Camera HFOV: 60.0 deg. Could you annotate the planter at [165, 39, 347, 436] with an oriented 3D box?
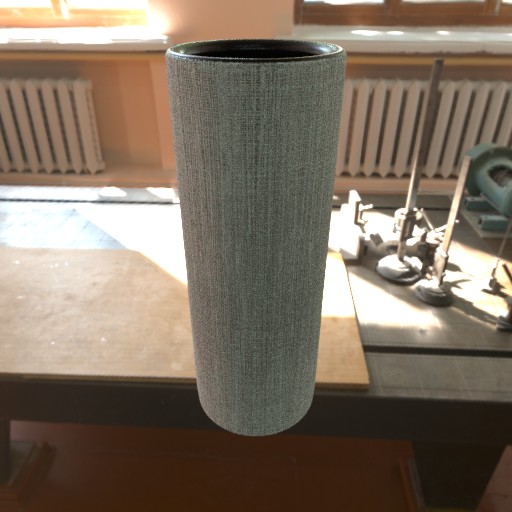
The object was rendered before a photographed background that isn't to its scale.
[{"bbox_3d":[0.000,0.000,0.316,0.100,0.270,0.100,22,38,32],"label":"planter"}]
